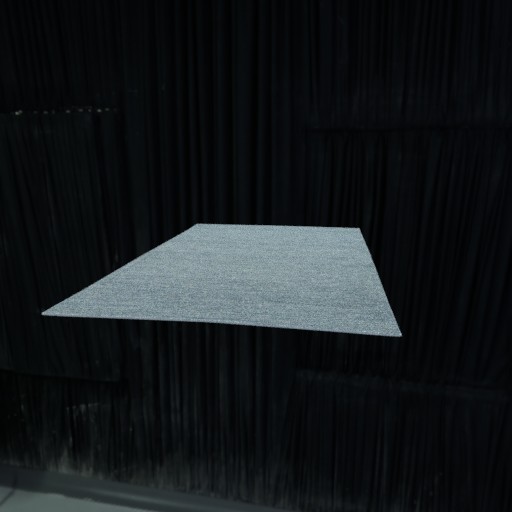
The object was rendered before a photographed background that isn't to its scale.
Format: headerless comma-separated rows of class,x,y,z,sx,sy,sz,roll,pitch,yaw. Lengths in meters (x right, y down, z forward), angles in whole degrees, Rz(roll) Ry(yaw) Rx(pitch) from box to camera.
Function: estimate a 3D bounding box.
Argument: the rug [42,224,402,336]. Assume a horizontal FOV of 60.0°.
rug,0.000,0.000,2.292,1.174,0.022,1.853,2,14,9
